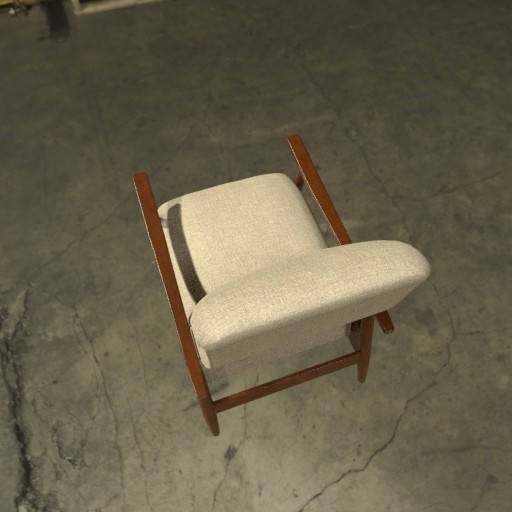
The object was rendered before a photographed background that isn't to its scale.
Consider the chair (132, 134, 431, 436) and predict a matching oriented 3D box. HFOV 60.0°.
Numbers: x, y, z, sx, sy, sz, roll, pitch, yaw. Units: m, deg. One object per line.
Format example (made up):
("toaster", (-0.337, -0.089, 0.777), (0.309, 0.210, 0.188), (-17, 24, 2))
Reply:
("chair", (0.000, 0.000, 1.763), (0.762, 1.082, 1.014), (-16, 59, -10))
